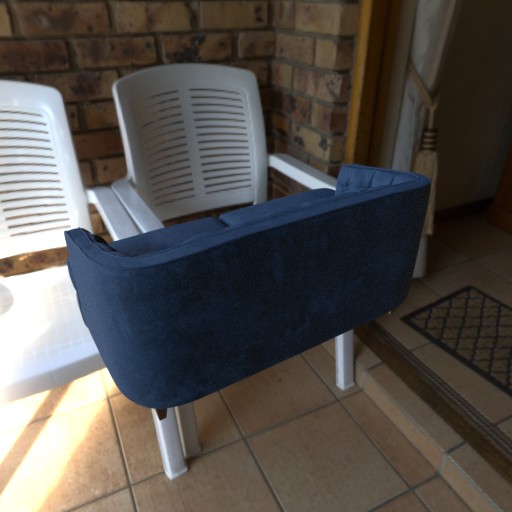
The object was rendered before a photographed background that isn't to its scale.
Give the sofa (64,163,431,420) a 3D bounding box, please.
[{"bbox_3d":[0.000,0.000,2.318,1.733,0.854,0.941,-18,35,-27],"label":"sofa"}]
